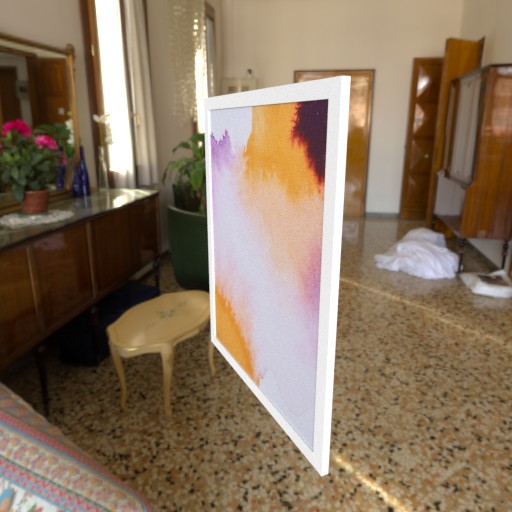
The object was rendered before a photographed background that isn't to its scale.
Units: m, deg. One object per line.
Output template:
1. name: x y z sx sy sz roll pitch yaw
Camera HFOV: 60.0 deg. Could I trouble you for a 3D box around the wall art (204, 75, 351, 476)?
1. wall art: 0.000 0.000 0.794 0.012 0.557 0.482 -8 18 -24
